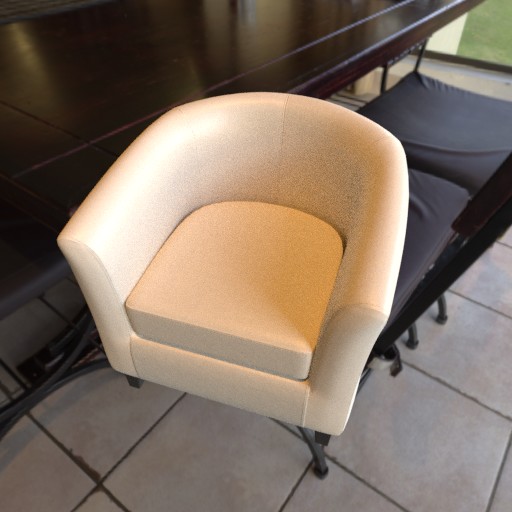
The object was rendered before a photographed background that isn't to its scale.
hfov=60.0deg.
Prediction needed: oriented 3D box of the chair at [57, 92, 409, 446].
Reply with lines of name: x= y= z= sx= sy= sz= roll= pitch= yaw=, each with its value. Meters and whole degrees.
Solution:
chair: x=0.000 y=0.000 z=1.362 sx=0.792 sy=0.756 sz=0.727 roll=12 pitch=43 yaw=13
